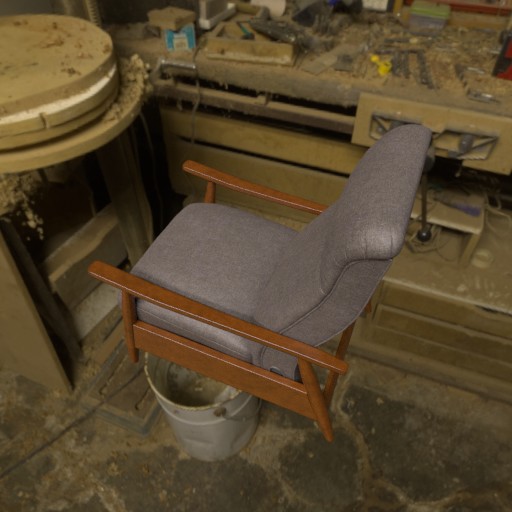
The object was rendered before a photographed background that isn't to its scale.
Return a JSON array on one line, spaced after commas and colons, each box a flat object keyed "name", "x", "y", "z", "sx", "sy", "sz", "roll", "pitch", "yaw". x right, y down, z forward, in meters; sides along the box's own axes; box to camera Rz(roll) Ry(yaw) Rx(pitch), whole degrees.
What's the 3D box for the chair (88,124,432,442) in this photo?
[{"name": "chair", "x": 0.000, "y": 0.000, "z": 1.764, "sx": 1.014, "sy": 1.081, "sz": 0.762, "roll": 17, "pitch": 48, "yaw": 15}]
